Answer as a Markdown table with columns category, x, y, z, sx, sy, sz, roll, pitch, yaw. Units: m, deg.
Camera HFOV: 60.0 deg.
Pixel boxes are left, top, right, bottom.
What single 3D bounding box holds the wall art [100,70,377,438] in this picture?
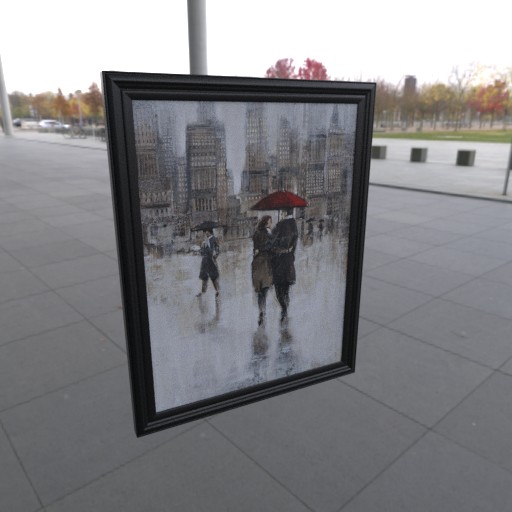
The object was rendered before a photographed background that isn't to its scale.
| category | x | y | z | sx | sy | sz | roll | pitch | yaw |
| --- | --- | --- | --- | --- | --- | --- | --- | --- | --- |
| wall art | 0.000 | 0.000 | 1.594 | 0.950 | 1.194 | 0.053 | -8 | 19 | -25 |
